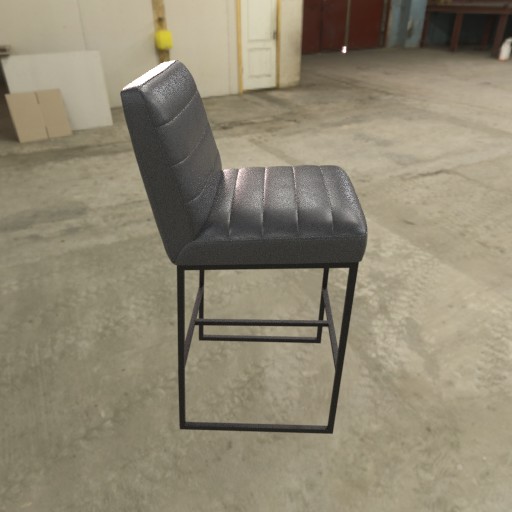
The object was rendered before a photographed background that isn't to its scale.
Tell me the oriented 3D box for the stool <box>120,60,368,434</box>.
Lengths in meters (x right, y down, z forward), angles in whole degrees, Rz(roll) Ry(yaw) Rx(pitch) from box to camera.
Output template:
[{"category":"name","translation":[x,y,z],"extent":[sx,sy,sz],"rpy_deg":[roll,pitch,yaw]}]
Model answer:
[{"category":"stool","translation":[0.000,0.000,1.331],"extent":[0.552,1.040,0.457],"rpy_deg":[1,31,2]}]
